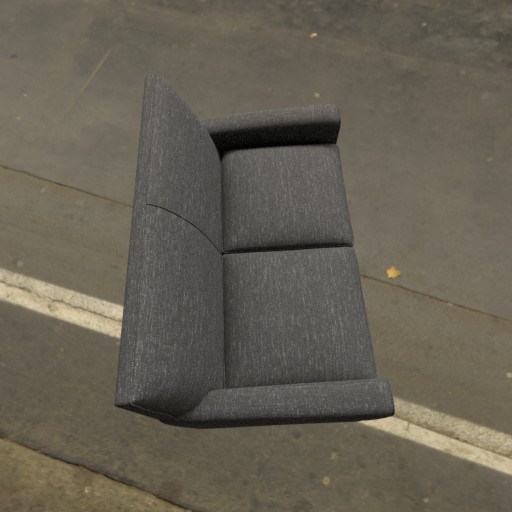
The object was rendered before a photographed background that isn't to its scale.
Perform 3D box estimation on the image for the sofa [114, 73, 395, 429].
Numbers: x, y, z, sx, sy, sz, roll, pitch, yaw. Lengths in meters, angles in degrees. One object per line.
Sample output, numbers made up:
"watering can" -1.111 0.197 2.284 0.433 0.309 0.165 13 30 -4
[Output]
"sofa" 0.000 0.000 1.935 0.875 0.846 1.420 -3 62 -1
